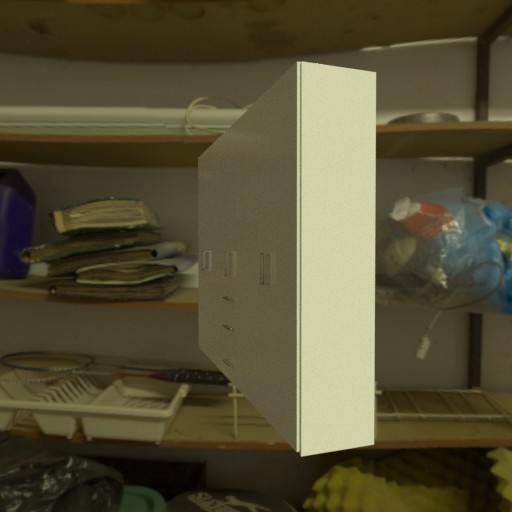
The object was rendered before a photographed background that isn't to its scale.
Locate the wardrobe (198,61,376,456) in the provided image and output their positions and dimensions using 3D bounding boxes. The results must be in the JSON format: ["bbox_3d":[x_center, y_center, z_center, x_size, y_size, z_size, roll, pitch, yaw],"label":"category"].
[{"bbox_3d":[0.000,0.000,4.136,0.580,2.360,3.000,0,1,-19],"label":"wardrobe"}]
